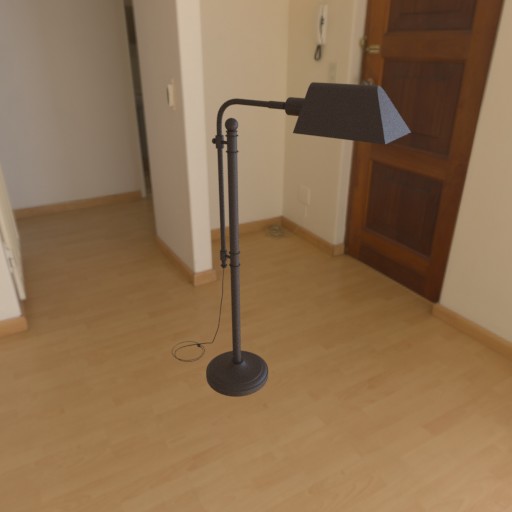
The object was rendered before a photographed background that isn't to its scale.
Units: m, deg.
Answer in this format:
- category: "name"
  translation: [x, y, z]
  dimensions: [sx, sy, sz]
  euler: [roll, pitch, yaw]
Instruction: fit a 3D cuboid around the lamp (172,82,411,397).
- category: "lamp"
  translation: [0.000, 0.000, 0.954]
  dimensions: [0.545, 0.708, 0.159]
  euler: [17, 30, 31]
